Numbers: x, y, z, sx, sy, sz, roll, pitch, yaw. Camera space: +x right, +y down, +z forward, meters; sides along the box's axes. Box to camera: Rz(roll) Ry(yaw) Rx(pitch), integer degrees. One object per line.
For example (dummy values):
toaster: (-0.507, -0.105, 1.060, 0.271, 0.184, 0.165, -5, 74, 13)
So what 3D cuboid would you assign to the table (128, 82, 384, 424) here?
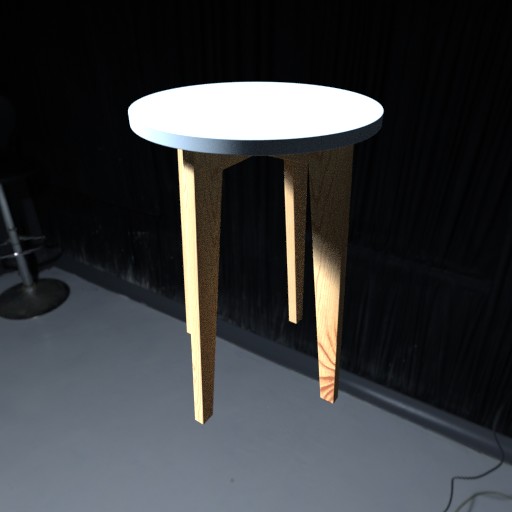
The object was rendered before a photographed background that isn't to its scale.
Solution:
table: (0.000, 0.000, 0.754, 0.350, 0.500, 0.350, 0, 31, 0)
